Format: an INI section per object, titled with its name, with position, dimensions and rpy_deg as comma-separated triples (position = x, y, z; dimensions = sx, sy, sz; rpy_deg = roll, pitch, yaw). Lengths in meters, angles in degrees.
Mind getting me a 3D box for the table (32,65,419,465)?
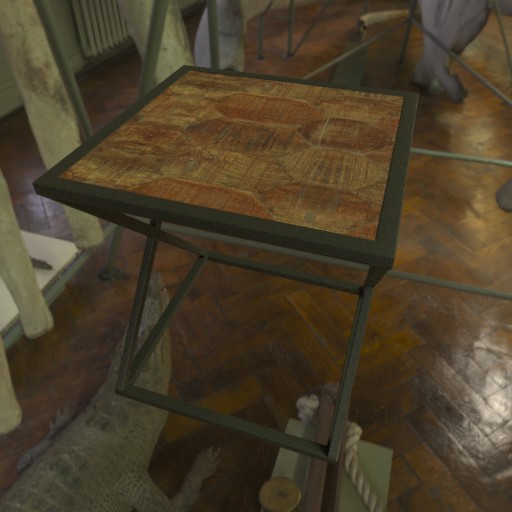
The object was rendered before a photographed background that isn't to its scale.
[table]
position = 0.000, 0.000, 0.930
dimensions = 0.500, 0.565, 0.500
rpy_deg = 12, 44, 13
